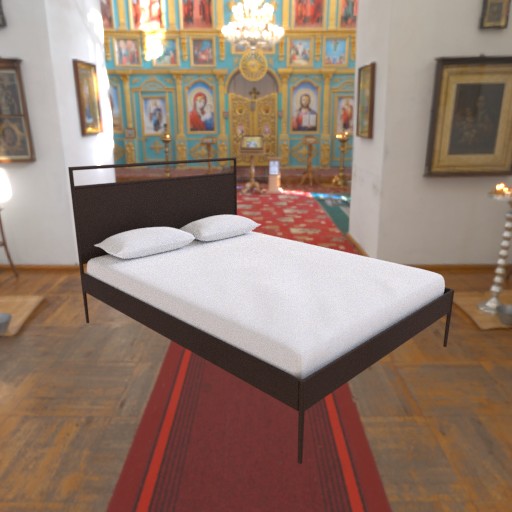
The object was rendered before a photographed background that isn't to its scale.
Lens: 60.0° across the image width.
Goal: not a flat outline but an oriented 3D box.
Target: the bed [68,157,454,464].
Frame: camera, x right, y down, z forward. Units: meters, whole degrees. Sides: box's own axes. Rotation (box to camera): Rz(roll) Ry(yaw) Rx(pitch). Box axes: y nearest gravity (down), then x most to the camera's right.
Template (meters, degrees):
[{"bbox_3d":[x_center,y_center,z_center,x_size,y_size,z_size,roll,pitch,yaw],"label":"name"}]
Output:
[{"bbox_3d":[0.000,0.000,3.048,2.122,1.173,1.572,15,22,43],"label":"bed"}]
